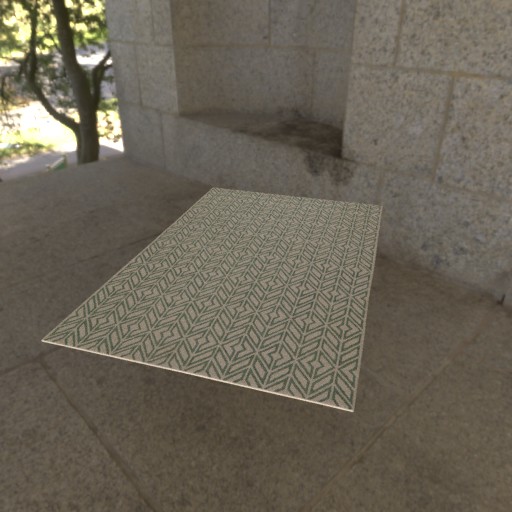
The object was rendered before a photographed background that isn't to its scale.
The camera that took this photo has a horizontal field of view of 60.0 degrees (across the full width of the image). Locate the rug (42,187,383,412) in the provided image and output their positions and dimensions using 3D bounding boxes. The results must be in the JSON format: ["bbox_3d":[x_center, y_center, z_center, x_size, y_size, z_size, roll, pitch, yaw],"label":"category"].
[{"bbox_3d":[0.000,0.000,2.362,1.220,0.007,1.828,8,30,15],"label":"rug"}]
